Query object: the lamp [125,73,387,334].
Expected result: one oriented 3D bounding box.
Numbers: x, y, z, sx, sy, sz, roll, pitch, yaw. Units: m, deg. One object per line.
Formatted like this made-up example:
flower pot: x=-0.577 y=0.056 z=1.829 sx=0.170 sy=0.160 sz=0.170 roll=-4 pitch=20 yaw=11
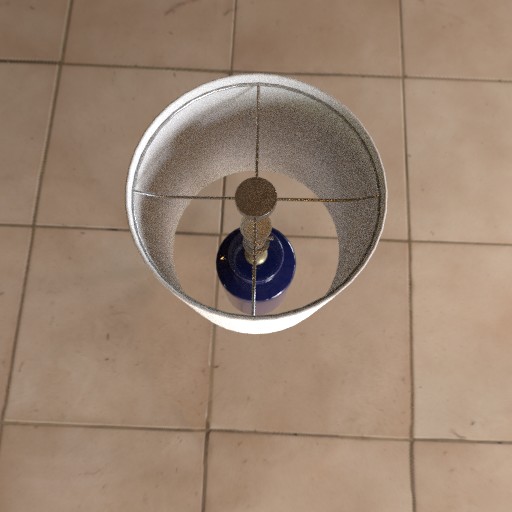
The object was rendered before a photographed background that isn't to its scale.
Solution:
lamp: x=0.000 y=0.000 z=0.597 sx=0.212 sy=0.493 sz=0.212 roll=1 pitch=77 yaw=0
